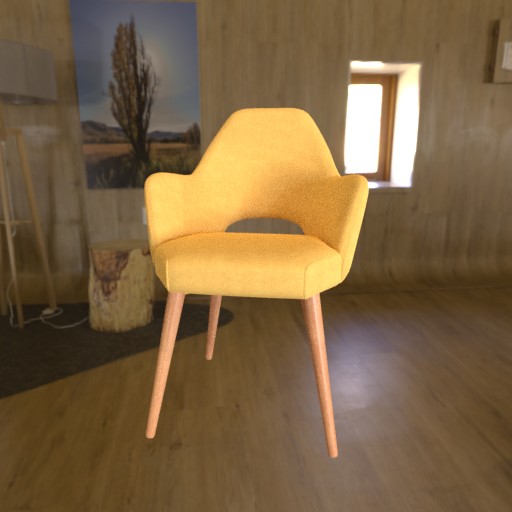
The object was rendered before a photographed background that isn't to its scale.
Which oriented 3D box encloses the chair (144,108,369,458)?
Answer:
[{"bbox_3d":[0.000,0.000,1.254,0.590,0.840,0.610,2,14,9],"label":"chair"}]
